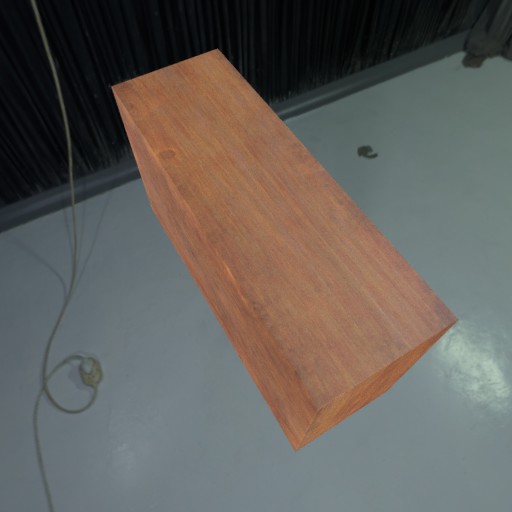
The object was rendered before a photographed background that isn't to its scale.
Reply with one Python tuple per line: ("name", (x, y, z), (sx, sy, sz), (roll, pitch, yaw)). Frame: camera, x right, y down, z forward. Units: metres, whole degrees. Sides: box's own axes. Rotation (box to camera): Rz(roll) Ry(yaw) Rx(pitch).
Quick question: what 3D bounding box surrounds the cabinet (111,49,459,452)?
("cabinet", (0.000, 0.000, 1.604), (0.403, 0.805, 1.204), (-27, 63, -15))
